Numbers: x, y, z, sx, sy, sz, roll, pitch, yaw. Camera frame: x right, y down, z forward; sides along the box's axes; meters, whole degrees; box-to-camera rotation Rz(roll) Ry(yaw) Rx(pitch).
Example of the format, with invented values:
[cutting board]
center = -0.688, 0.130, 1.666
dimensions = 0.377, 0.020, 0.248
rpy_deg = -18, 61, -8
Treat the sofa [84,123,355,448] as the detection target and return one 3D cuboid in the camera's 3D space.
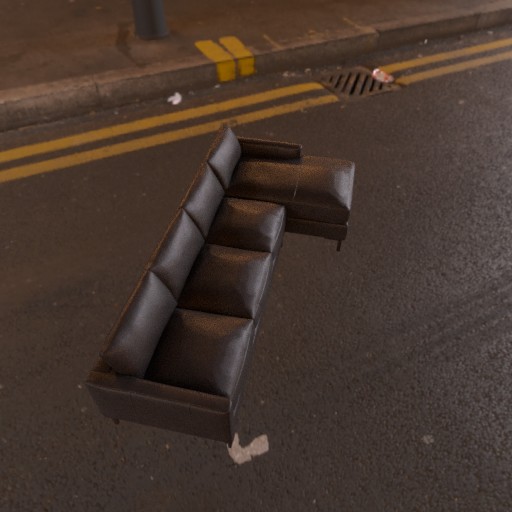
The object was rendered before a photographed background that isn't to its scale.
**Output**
[sofa]
center = 0.000, 0.000, 3.704
dimensions = 1.471, 0.859, 2.993
rpy_deg = 9, 46, 9
